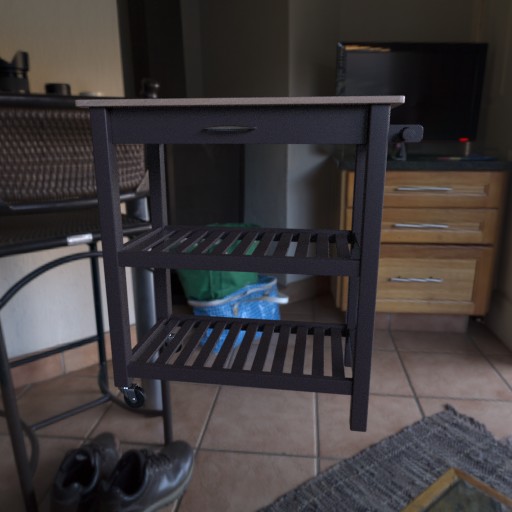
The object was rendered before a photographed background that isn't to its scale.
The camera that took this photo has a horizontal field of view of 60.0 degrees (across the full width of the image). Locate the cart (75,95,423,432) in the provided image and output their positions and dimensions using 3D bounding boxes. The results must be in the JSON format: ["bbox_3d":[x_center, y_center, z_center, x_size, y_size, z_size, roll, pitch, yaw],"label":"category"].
[{"bbox_3d":[0.000,0.000,1.430,0.899,0.927,0.457,2,15,8],"label":"cart"}]
